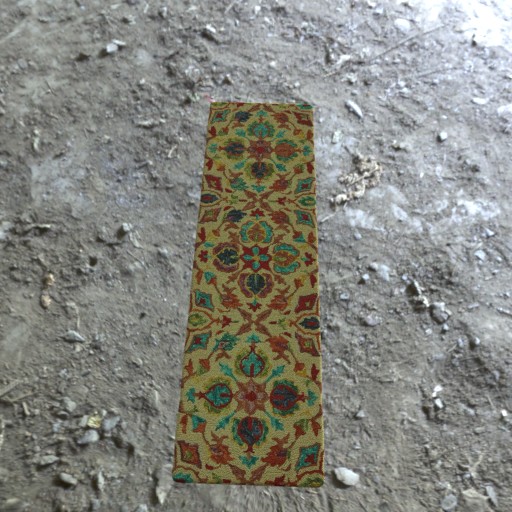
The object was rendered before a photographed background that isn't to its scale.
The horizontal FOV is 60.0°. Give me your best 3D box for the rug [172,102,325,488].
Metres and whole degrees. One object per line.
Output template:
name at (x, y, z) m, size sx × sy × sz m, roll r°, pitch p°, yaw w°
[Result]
rug at (0.000, 0.000, 2.471) m, size 0.693 × 0.016 × 2.273 m, roll 2°, pitch 64°, yaw 1°
